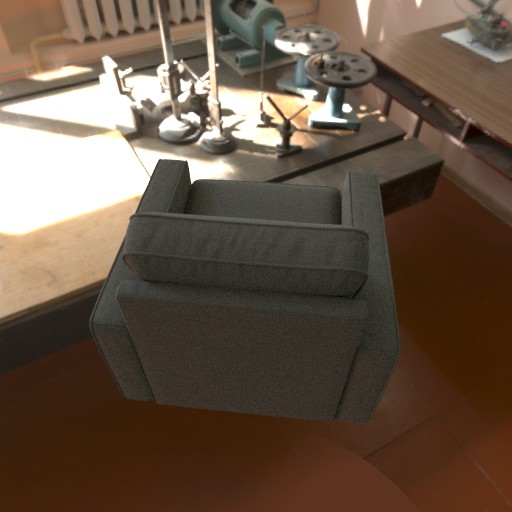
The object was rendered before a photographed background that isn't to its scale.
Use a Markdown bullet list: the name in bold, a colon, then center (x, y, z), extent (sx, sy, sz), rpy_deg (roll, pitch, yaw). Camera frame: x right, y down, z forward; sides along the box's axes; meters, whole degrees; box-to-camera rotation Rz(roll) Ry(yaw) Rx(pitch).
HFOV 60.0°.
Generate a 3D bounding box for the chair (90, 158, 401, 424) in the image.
- **chair**: center (0.000, 0.000, 1.767), extent (1.017, 0.919, 0.940), rpy_deg (4, 48, 4)
